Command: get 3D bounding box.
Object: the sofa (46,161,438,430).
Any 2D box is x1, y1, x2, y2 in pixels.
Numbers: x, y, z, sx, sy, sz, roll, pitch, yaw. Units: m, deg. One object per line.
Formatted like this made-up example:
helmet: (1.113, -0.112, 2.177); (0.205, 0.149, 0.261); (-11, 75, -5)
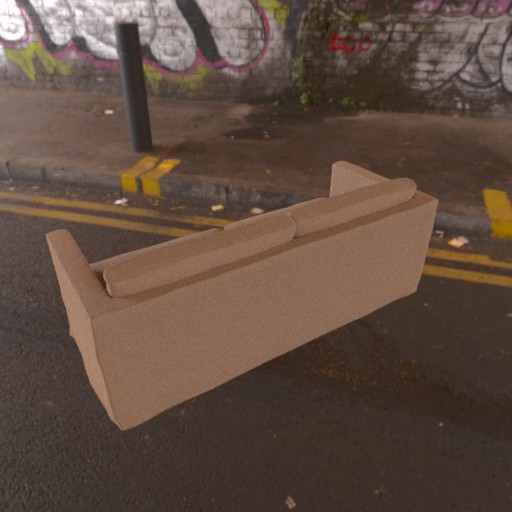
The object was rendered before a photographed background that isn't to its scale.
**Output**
sofa: (0.000, 0.000, 2.842); (2.296, 0.847, 0.956); (-19, 36, -28)
